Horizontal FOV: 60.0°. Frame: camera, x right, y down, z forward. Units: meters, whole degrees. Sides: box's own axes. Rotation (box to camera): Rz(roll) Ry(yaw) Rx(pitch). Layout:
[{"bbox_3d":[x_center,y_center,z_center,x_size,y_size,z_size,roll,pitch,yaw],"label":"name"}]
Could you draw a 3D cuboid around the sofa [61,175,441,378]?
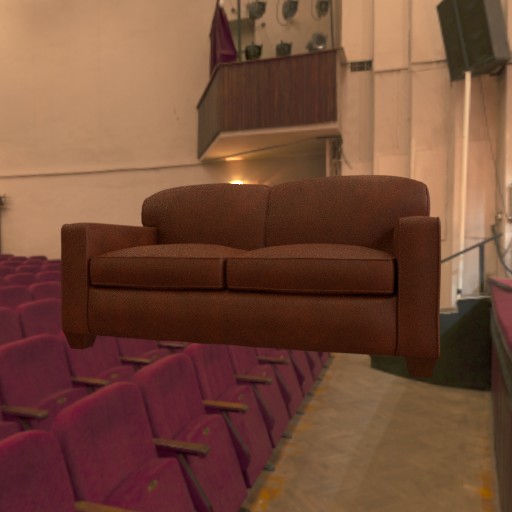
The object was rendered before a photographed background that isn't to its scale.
[{"bbox_3d":[0.000,0.000,2.461,1.856,0.966,1.000,0,1,17],"label":"sofa"}]
